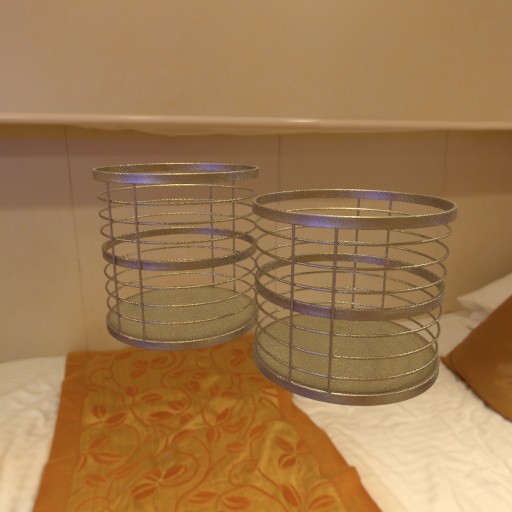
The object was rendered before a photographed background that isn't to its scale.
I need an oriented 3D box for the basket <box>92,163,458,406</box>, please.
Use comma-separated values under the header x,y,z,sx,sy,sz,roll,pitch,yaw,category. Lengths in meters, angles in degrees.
x,y,z,sx,sy,sz,roll,pitch,yaw,category
0.000,0.000,0.924,0.746,0.351,0.356,8,17,28,basket
